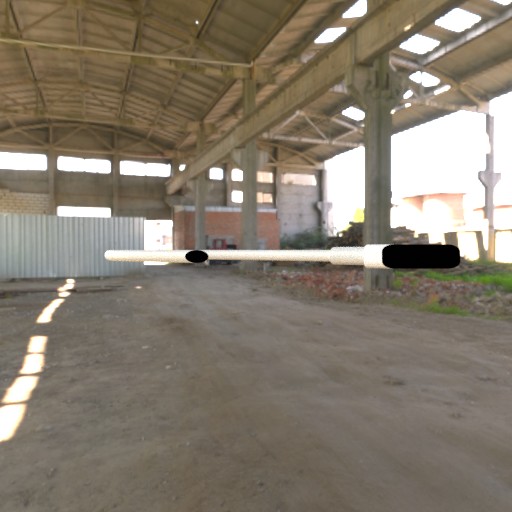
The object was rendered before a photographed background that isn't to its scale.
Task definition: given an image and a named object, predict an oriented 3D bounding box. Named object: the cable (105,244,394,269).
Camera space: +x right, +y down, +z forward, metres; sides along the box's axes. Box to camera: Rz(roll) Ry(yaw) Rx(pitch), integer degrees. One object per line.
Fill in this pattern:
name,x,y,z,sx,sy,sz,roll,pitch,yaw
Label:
cable,0.000,0.000,0.109,0.098,0.006,0.040,1,1,36
